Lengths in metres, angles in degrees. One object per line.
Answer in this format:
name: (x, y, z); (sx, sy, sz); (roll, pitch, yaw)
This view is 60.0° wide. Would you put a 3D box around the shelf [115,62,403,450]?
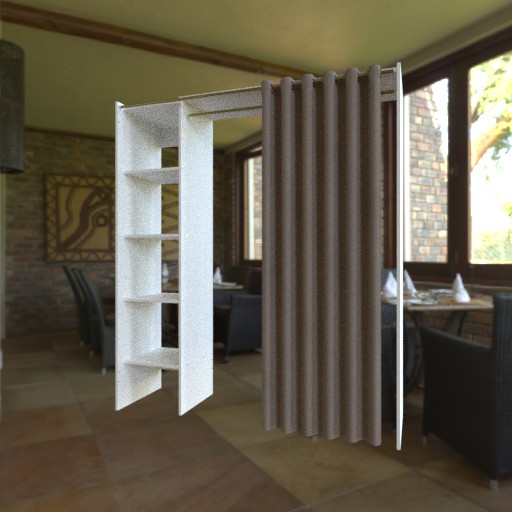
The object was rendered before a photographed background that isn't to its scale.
shelf: (0.000, 0.000, 2.560); (1.600, 1.820, 0.500); (0, 0, 20)
